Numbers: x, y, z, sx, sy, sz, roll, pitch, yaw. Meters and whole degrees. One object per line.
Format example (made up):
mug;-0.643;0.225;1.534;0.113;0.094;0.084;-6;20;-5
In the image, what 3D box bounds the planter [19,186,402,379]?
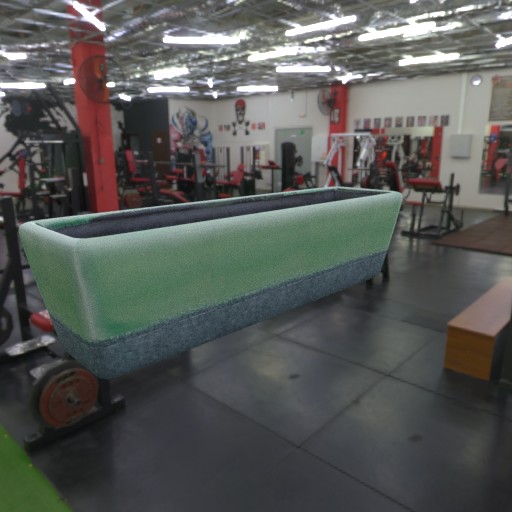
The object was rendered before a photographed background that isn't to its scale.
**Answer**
planter;0.000;0.000;0.302;0.275;0.072;0.072;-14;20;-43
